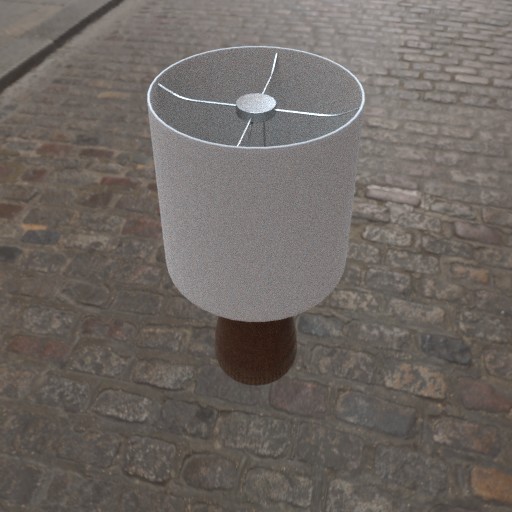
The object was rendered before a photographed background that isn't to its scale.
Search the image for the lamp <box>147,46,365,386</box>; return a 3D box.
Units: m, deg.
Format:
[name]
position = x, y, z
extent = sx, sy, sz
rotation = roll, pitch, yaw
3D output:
[lamp]
position = 0.000, 0.000, 0.471
extent = 0.186, 0.369, 0.186
rotation = 0, 46, 0
